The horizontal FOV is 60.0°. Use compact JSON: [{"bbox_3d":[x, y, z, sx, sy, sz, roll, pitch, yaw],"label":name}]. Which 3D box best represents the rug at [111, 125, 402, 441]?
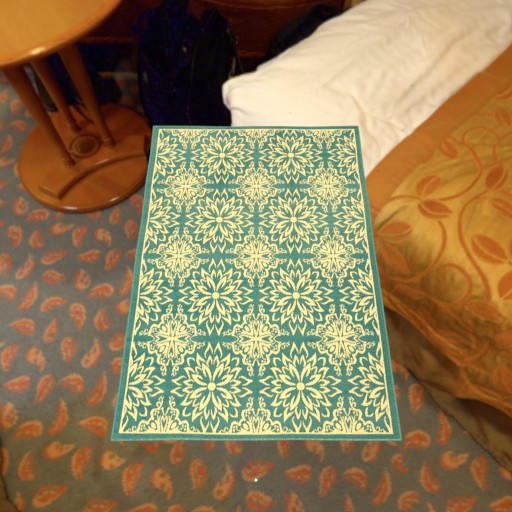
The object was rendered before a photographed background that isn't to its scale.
[{"bbox_3d":[0.000,0.000,2.855,1.554,0.012,2.205,0,63,0],"label":"rug"}]
